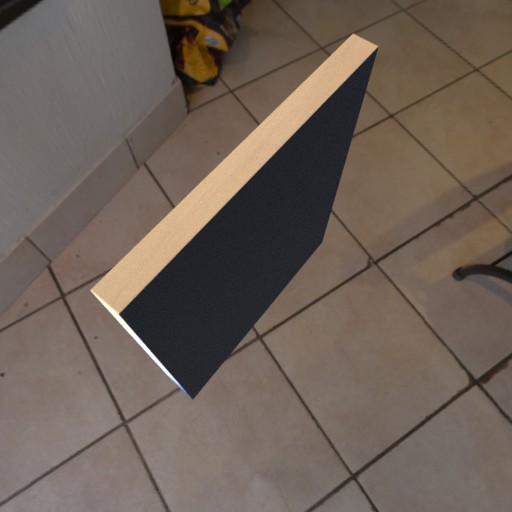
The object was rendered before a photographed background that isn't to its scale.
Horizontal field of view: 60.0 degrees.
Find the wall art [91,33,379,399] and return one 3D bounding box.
[{"bbox_3d":[0.000,0.000,0.698,0.037,0.511,0.435,35,69,16],"label":"wall art"}]
